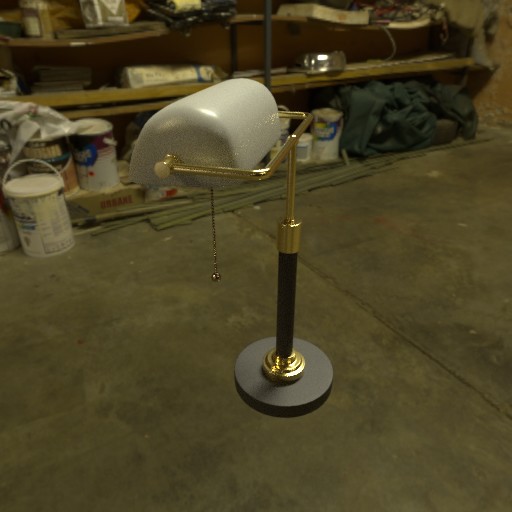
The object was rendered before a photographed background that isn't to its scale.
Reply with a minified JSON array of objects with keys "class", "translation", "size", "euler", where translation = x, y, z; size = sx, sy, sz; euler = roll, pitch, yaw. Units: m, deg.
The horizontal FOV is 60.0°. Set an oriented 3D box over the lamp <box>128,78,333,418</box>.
[{"class":"lamp","translation":[0.000,0.000,0.566],"size":[0.227,0.404,0.269],"euler":[8,30,13]}]
